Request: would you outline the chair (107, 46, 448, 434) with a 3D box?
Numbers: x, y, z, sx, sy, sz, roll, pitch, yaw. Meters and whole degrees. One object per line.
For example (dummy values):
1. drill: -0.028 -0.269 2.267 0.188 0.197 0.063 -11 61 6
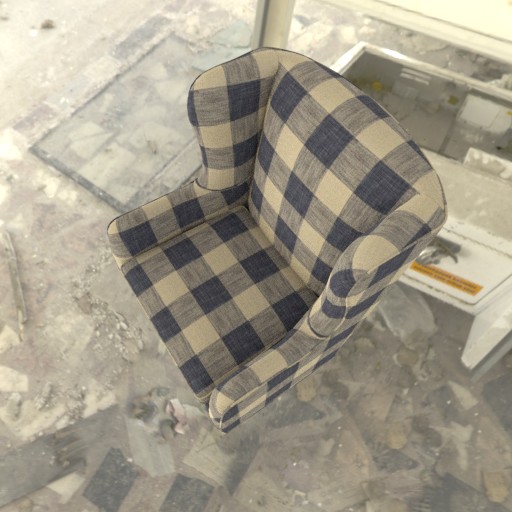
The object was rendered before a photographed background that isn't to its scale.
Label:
1. chair: 0.000 0.000 1.637 0.889 1.041 0.830 -31 66 -16
